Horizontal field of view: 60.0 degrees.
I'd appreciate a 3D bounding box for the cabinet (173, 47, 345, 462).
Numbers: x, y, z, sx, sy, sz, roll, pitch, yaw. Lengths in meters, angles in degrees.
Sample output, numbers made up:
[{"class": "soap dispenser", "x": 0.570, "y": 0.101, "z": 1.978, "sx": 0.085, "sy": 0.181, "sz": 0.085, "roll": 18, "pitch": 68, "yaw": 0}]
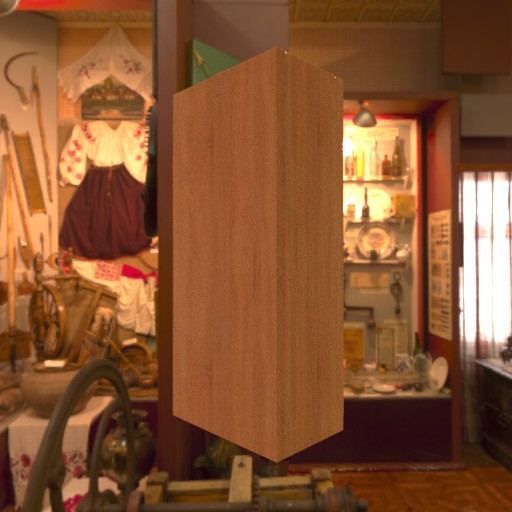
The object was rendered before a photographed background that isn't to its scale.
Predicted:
[{"class": "cabinet", "x": 0.000, "y": 0.000, "z": 2.908, "sx": 1.094, "sy": 2.120, "sz": 1.327, "roll": 0, "pitch": 0, "yaw": 1}]
